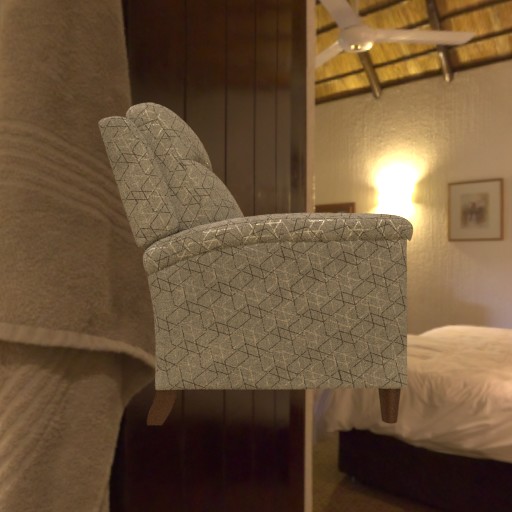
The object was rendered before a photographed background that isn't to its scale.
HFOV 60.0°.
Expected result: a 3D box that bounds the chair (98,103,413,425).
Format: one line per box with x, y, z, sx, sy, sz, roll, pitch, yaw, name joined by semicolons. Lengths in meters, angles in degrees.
0.000;0.000;1.713;0.987;1.048;0.753;0;0;1;chair
